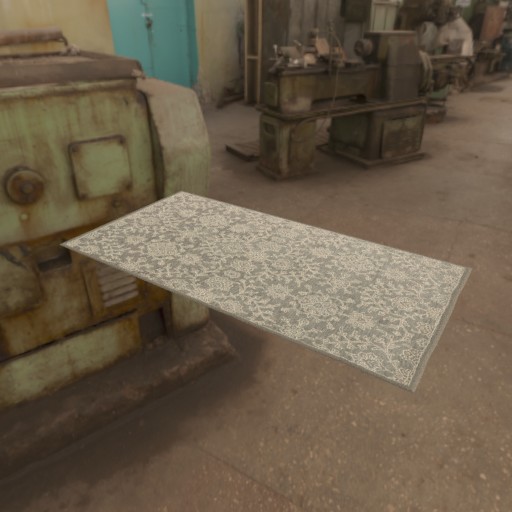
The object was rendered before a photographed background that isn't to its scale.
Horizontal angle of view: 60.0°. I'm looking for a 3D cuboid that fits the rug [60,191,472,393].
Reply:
[{"bbox_3d":[0.000,0.000,3.654,3.048,0.011,1.546,18,34,29],"label":"rug"}]
